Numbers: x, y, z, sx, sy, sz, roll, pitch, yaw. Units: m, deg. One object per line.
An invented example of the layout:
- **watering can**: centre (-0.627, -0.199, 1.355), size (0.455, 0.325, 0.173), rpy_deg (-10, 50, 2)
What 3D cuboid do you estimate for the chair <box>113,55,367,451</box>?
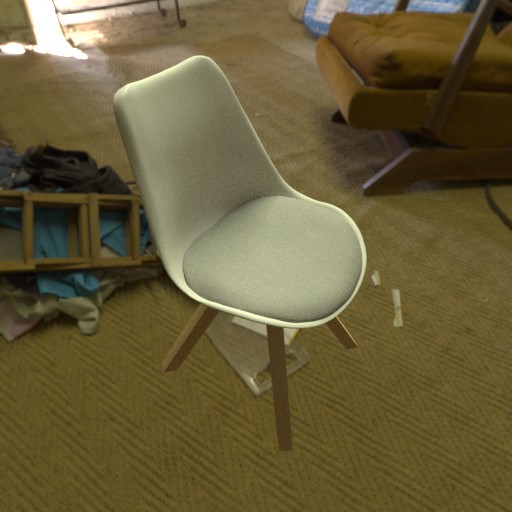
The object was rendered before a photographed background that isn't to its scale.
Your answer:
- **chair**: centre (0.000, 0.000, 1.158), size (0.550, 0.850, 0.485), rpy_deg (25, 48, 25)
